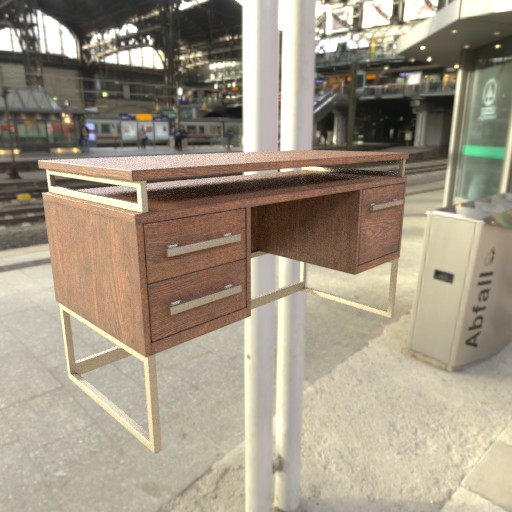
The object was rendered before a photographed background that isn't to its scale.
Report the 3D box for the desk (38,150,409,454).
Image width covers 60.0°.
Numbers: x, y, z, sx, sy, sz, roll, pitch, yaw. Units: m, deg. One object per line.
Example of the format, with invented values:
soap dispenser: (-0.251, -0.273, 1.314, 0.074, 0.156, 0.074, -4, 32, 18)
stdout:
desk: (0.000, 0.000, 1.801, 0.610, 0.792, 1.384, 15, 21, 43)
